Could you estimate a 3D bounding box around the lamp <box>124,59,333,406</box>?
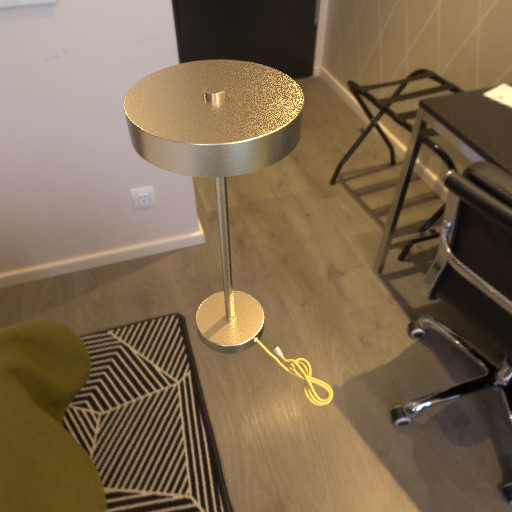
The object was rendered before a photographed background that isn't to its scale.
[{"bbox_3d":[0.000,0.000,0.709,0.369,0.508,0.229,32,54,28],"label":"lamp"}]
